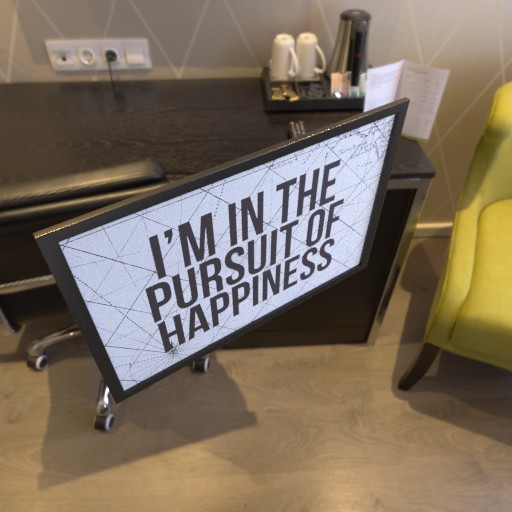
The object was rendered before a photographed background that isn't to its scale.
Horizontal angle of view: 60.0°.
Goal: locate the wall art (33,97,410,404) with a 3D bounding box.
[{"bbox_3d":[0.000,0.000,1.035,0.819,0.552,0.015,-25,51,-23],"label":"wall art"}]
